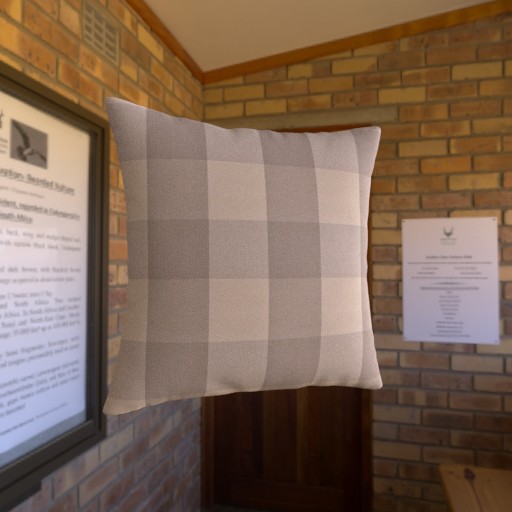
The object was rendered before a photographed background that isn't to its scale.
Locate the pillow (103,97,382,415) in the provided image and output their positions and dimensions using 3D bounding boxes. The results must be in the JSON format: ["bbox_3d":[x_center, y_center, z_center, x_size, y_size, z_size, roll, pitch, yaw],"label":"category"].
[{"bbox_3d":[0.000,0.000,0.784,0.511,0.509,0.161,0,-1,-18],"label":"pillow"}]
